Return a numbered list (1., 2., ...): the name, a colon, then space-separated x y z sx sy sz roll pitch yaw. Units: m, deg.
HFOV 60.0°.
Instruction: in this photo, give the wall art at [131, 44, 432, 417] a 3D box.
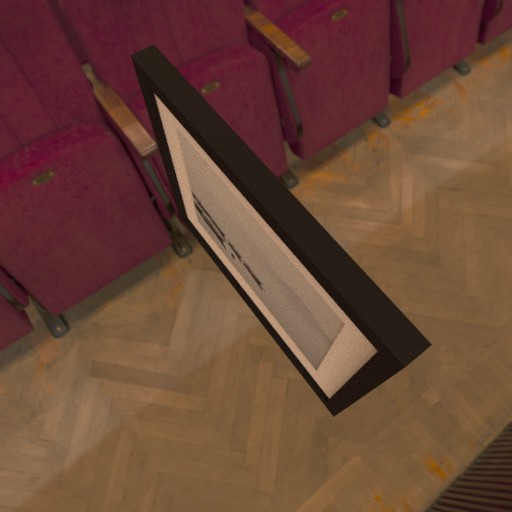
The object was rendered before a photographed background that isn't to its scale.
1. wall art: 0.000 0.000 0.537 0.028 0.325 0.397 -34 69 -15
